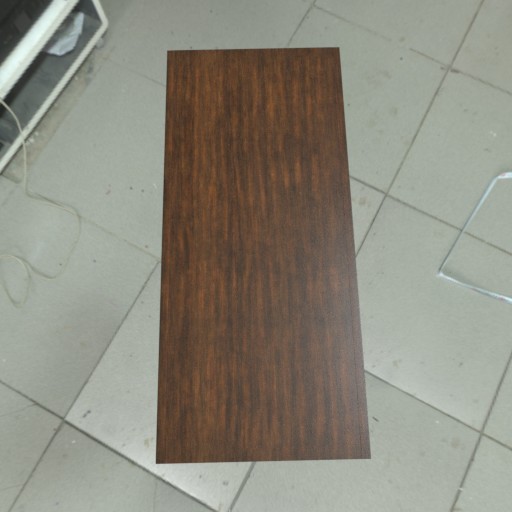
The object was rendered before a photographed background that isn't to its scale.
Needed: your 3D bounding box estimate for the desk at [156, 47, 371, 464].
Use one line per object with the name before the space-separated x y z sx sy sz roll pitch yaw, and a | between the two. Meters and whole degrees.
desk | 0.000 0.000 2.014 0.724 0.762 1.575 -1 77 0
